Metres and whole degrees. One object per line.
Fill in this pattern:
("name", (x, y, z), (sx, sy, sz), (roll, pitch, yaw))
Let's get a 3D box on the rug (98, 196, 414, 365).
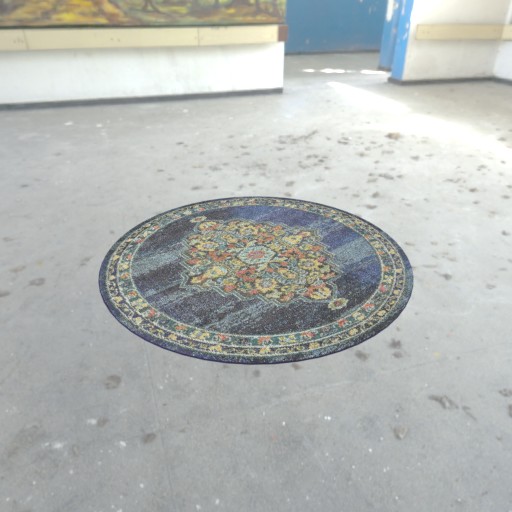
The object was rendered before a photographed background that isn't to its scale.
("rug", (0.000, 0.000, 3.508), (2.386, 0.014, 2.386), (0, 31, 0))
